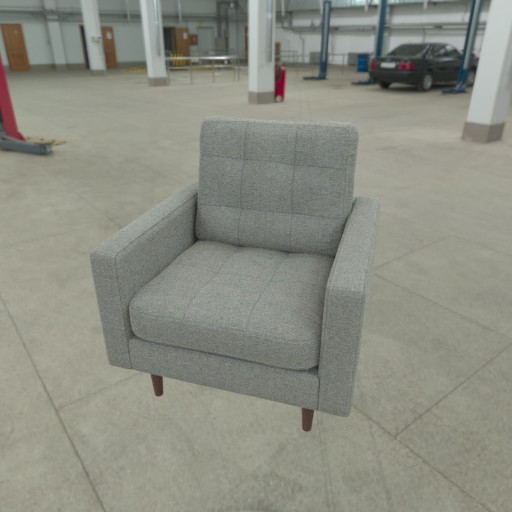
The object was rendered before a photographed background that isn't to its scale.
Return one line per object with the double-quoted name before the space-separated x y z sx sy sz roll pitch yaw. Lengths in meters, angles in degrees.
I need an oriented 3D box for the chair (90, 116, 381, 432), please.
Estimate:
"chair" 0.000 0.000 1.608 0.821 0.880 0.843 8 27 15
